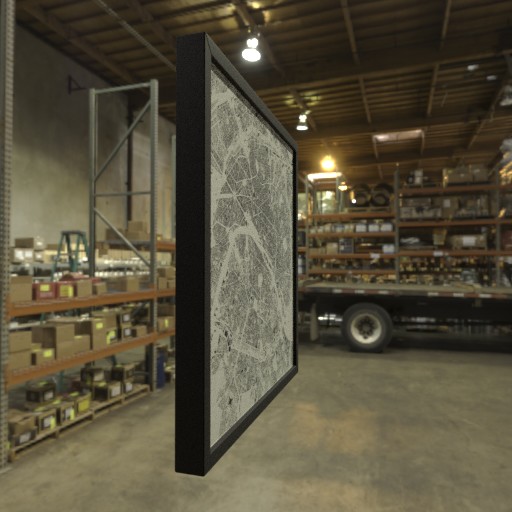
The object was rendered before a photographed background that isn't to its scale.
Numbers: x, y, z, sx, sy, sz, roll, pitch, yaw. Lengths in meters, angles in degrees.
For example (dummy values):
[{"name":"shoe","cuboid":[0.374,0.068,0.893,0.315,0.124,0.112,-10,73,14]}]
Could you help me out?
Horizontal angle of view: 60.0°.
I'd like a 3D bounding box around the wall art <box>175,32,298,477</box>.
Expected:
[{"name":"wall art","cuboid":[0.000,0.000,0.752,0.037,0.508,0.508,0,-1,17]}]
